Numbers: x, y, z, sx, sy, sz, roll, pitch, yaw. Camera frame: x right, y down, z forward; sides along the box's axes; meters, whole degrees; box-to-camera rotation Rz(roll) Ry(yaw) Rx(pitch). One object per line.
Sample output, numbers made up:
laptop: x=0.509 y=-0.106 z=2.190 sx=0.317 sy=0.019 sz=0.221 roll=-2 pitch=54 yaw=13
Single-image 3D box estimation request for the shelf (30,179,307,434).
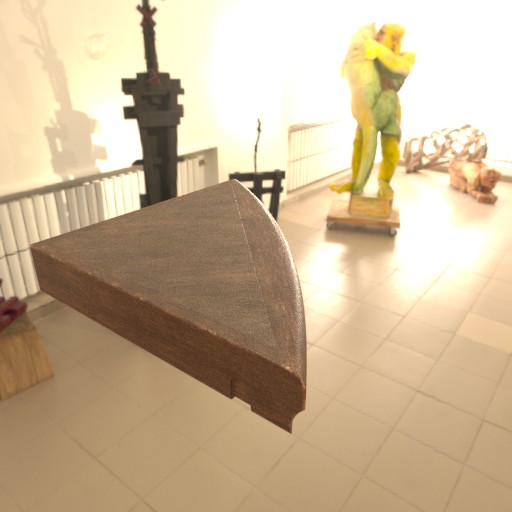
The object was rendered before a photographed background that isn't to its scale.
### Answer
shelf: x=0.000 y=0.000 z=0.458 sx=0.310 sy=0.050 sz=0.310 roll=18 pitch=31 yaw=34
